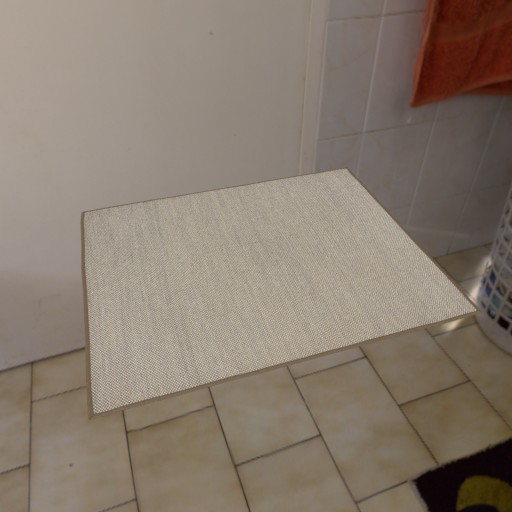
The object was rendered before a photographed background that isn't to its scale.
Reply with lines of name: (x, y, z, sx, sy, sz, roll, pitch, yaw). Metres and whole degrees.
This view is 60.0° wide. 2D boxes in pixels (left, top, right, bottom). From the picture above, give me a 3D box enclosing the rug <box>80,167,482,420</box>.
rug: (0.000, 0.000, 4.039, 3.041, 0.020, 2.413, -12, 42, -13)
